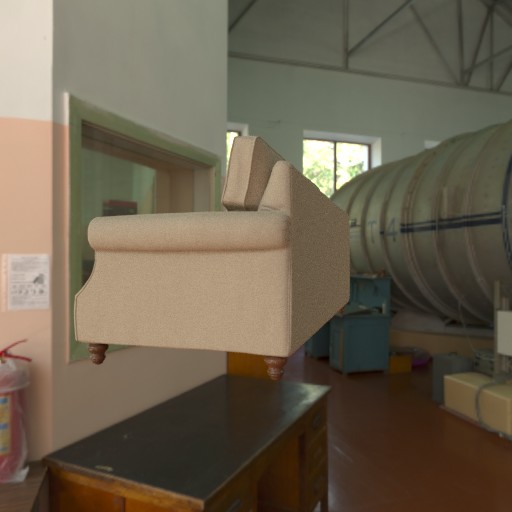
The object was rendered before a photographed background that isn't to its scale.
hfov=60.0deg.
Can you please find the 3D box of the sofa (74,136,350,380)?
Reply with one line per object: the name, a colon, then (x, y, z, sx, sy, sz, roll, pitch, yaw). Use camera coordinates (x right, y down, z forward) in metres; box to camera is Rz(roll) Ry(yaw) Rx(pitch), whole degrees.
sofa: (0.000, 0.000, 2.793, 0.966, 0.948, 2.354, 0, 0, 18)
